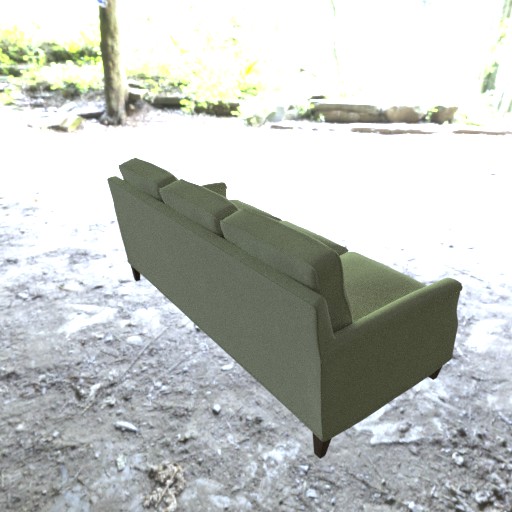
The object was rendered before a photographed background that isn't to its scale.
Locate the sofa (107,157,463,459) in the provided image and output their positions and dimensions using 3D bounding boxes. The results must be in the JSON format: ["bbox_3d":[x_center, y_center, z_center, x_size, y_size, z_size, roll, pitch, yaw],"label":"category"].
[{"bbox_3d":[0.000,0.000,2.820,1.084,1.003,2.246,-18,31,-33],"label":"sofa"}]
